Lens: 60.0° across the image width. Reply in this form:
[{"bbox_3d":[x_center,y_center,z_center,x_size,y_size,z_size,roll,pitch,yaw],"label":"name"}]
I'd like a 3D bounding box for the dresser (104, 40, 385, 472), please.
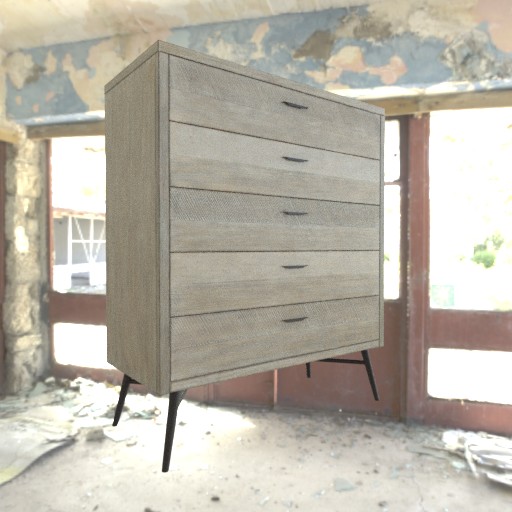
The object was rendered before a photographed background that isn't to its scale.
[{"bbox_3d":[0.000,0.000,1.722,1.016,1.219,0.457,-1,2,-37],"label":"dresser"}]
